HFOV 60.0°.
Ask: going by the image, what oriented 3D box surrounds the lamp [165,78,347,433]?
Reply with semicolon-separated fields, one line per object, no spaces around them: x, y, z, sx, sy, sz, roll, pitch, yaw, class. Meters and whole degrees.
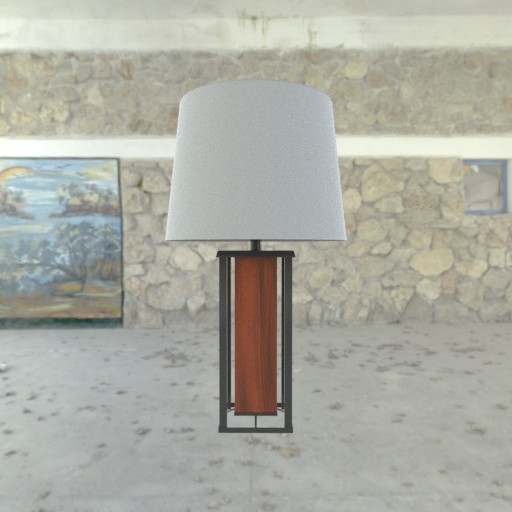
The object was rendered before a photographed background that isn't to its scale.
0.000;0.000;0.796;0.320;0.591;0.320;0;1;0;lamp
